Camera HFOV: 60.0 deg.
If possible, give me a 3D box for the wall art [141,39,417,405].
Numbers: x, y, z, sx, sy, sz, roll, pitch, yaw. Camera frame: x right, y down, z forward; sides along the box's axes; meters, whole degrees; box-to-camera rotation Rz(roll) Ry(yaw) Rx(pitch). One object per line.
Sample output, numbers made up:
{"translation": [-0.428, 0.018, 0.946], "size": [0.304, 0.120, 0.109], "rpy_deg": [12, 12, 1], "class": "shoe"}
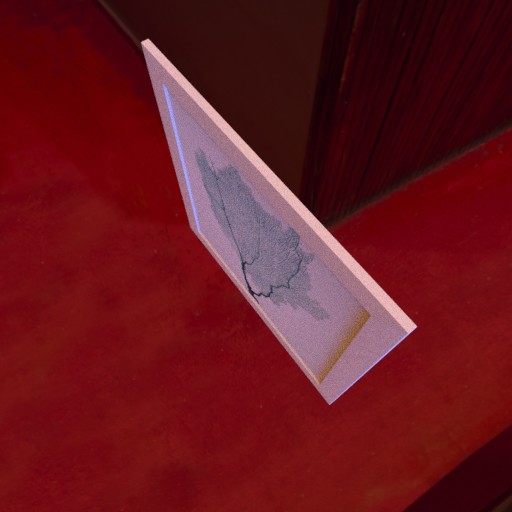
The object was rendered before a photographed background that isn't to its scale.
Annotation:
{"translation": [0.000, 0.000, 0.841], "size": [0.015, 0.577, 0.572], "rpy_deg": [-34, 69, -15], "class": "wall art"}
